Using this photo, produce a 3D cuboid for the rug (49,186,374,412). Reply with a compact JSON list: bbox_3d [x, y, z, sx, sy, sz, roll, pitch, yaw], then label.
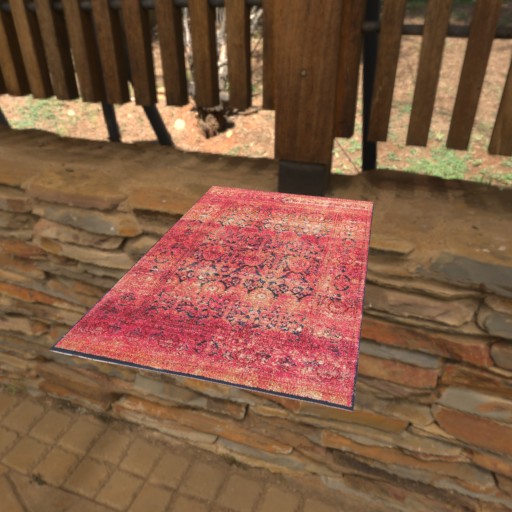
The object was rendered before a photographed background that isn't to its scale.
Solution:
[{"bbox_3d":[0.000,0.000,3.126,1.539,0.018,2.449,8,30,13],"label":"rug"}]
